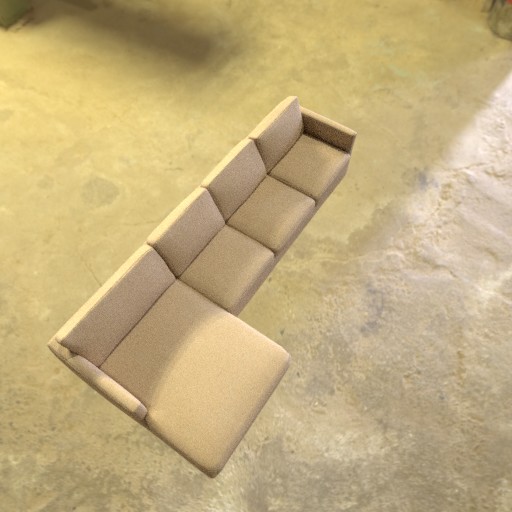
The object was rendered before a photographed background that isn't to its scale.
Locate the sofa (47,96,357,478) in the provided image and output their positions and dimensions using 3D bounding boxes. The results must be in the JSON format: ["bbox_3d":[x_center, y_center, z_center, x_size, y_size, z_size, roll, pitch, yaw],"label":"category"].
[{"bbox_3d":[0.000,0.000,3.812,1.502,0.876,3.201,30,63,17],"label":"sofa"}]
